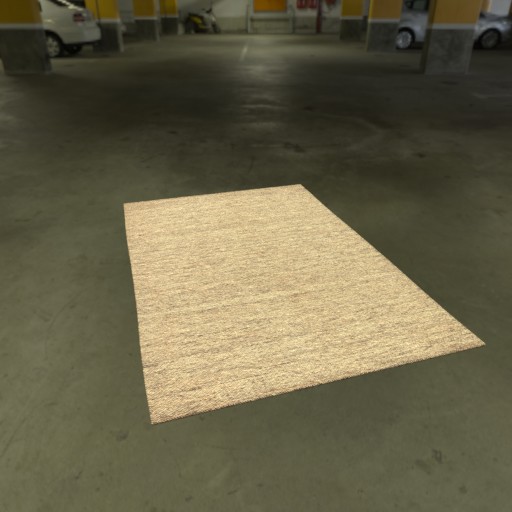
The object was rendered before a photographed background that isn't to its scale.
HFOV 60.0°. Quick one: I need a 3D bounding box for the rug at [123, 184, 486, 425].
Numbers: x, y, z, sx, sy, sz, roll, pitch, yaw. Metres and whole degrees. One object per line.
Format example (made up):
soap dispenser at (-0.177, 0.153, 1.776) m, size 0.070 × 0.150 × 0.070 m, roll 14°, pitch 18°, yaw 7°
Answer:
rug at (0.000, 0.000, 2.824) m, size 1.547 × 0.013 × 2.283 m, roll -9°, pitch 30°, yaw -15°
